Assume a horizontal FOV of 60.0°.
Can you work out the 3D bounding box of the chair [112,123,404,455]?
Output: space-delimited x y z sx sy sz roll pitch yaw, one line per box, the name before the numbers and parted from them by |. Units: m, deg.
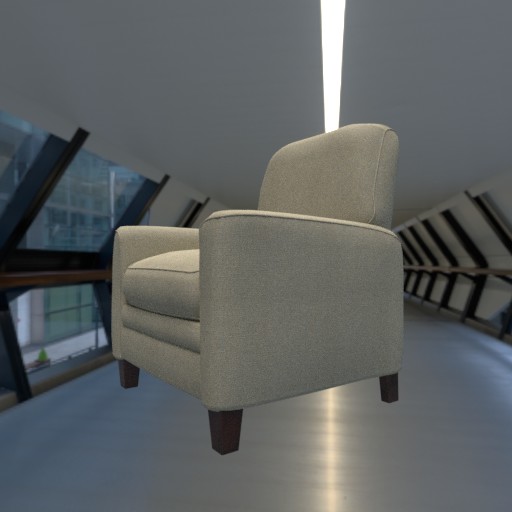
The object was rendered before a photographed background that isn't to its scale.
chair | 0.000 0.000 1.637 0.853 1.006 0.850 0 0 -36
